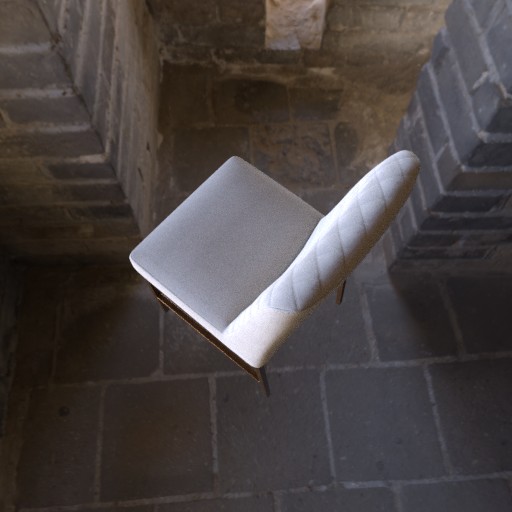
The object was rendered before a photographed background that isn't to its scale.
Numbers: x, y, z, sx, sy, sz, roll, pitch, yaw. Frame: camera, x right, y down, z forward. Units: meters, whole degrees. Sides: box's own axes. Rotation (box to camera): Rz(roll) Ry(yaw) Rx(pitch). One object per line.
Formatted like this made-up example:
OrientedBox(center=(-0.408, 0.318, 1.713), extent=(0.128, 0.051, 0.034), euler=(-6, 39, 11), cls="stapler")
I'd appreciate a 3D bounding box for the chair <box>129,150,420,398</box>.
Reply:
OrientedBox(center=(0.000, 0.000, 1.325), extent=(0.597, 0.933, 0.503), euler=(36, 69, 16), cls="chair")
